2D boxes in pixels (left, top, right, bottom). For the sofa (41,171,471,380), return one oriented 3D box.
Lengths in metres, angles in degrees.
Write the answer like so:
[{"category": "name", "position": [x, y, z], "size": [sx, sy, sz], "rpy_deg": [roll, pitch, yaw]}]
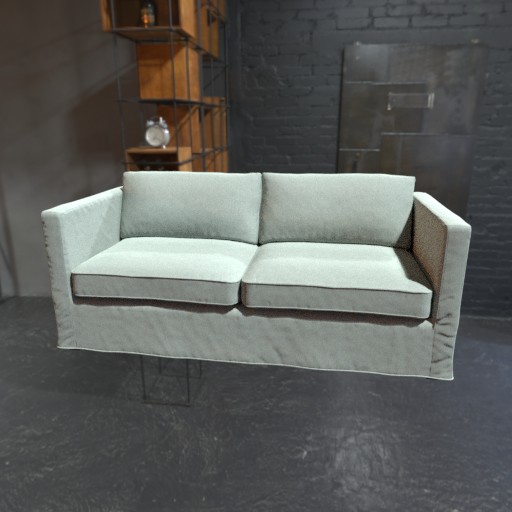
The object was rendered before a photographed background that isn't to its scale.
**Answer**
[{"category": "sofa", "position": [0.000, 0.000, 2.481], "size": [1.987, 0.870, 0.940], "rpy_deg": [3, 17, 9]}]
